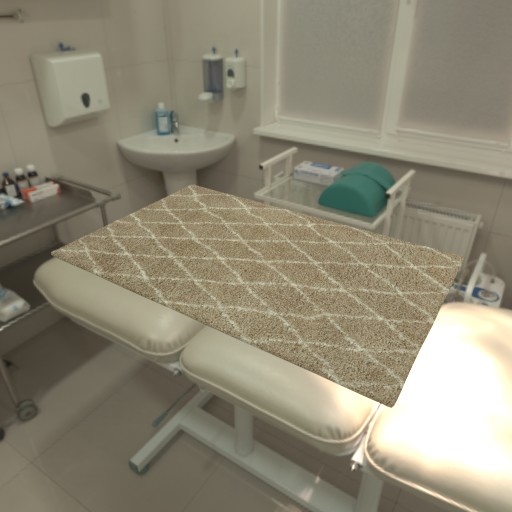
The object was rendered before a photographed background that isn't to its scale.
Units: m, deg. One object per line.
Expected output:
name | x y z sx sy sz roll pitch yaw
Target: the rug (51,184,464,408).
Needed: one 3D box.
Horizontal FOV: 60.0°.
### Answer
rug | 0.000 0.000 3.069 2.438 0.030 1.524 18 35 28
